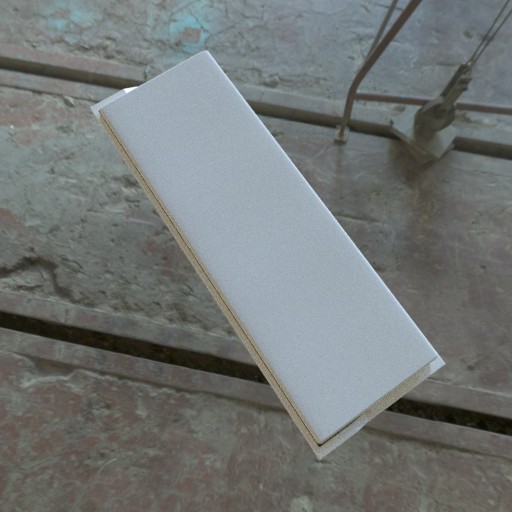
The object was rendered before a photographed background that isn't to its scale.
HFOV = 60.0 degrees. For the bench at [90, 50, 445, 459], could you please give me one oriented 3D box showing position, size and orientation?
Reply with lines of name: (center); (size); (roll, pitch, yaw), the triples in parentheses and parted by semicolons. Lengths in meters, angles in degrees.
bench: (0.000, 0.000, 1.297); (0.346, 0.589, 0.987); (-33, 77, -8)
